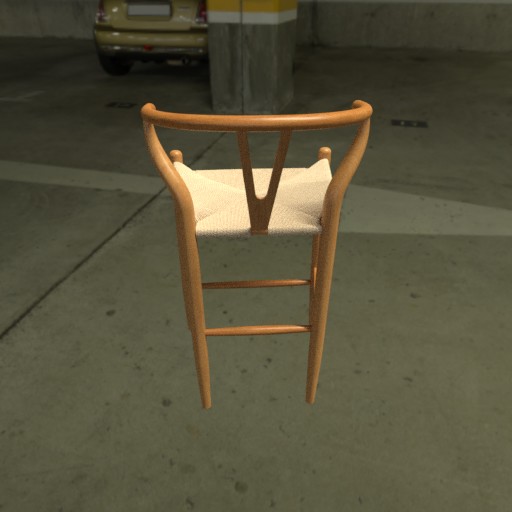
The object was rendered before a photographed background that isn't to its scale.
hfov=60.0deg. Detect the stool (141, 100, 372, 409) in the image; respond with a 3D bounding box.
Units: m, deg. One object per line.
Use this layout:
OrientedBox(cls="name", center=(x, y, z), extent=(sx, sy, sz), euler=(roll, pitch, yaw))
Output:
OrientedBox(cls="stool", center=(0.000, 0.000, 1.340), extent=(0.569, 0.970, 0.579), euler=(-2, 32, -3))
